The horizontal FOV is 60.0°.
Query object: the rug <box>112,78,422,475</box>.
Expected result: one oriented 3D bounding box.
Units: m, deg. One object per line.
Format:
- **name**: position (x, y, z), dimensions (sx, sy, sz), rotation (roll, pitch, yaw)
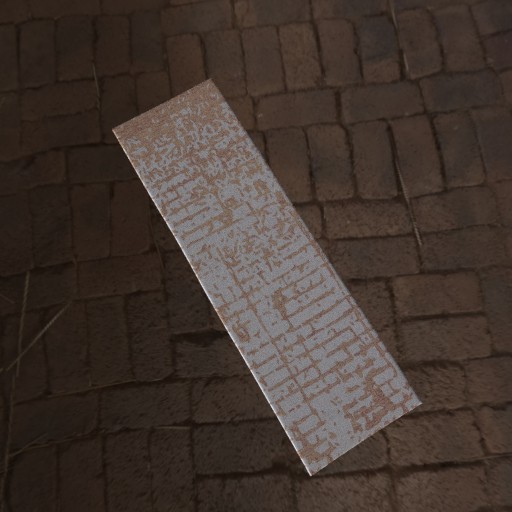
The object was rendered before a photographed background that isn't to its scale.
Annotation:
- **rug**: position (0.000, 0.000, 2.711), dimensions (0.750, 0.011, 2.435), rotation (-30, 78, -7)
